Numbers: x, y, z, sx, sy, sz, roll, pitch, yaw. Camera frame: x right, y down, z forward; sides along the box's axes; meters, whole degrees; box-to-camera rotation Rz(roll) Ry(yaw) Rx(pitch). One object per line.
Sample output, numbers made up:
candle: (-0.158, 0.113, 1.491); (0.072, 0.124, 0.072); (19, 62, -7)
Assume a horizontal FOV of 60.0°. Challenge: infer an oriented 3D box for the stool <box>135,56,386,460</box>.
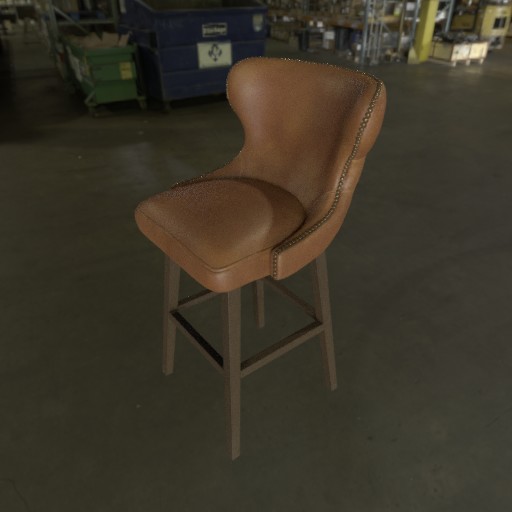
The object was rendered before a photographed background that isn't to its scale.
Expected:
stool: (0.000, 0.000, 1.414); (0.606, 1.087, 0.591); (-22, 38, -31)
